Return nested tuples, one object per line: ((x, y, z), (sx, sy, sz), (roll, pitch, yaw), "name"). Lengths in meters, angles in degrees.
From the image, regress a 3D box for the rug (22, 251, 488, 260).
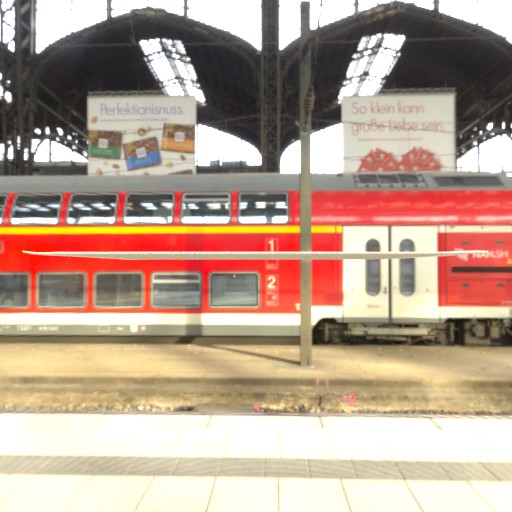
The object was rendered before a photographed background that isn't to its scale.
((0.000, 0.000, 3.875), (2.897, 0.035, 2.277), (0, -1, 1), "rug")
